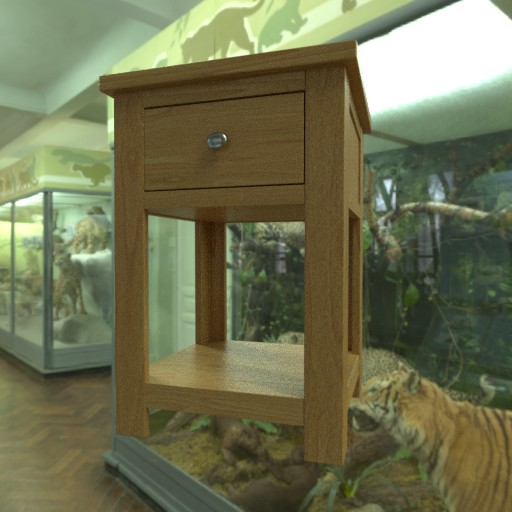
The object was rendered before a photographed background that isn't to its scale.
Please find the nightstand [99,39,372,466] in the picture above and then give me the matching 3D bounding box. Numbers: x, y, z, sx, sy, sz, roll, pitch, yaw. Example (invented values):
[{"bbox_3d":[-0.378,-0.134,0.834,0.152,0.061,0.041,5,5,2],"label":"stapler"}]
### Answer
[{"bbox_3d":[0.000,0.000,0.887,0.428,0.614,0.418,0,1,17],"label":"nightstand"}]
